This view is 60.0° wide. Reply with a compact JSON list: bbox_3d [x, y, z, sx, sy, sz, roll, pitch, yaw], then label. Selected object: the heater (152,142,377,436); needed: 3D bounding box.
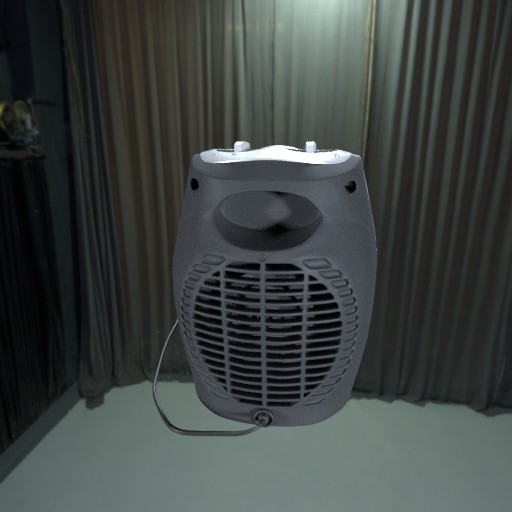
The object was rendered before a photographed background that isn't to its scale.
[{"bbox_3d":[0.000,0.000,0.475,0.239,0.240,0.291,2,16,8],"label":"heater"}]
